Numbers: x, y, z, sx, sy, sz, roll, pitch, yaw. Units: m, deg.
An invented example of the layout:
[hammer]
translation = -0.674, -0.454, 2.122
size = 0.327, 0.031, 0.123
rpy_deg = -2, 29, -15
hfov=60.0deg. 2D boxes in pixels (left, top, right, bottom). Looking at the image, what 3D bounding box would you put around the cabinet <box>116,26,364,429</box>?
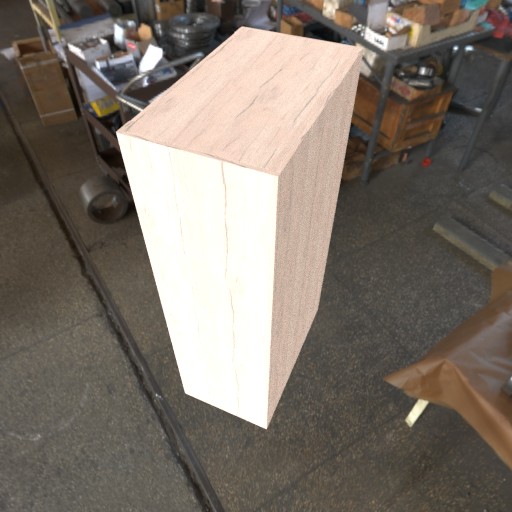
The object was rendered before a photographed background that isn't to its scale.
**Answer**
[cabinet]
translation = 0.000, 0.000, 2.393
size = 0.580, 1.930, 0.980
rpy_deg = 18, 50, 16
